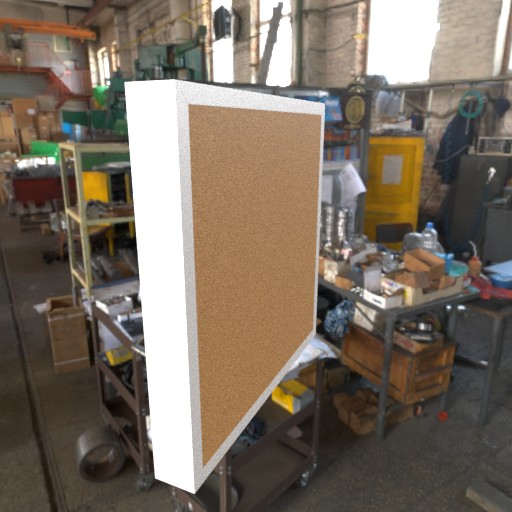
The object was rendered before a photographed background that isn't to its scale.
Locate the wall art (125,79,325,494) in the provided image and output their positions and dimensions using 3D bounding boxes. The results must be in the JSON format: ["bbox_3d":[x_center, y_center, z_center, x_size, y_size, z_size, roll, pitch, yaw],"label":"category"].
[{"bbox_3d":[0.000,0.000,0.444,0.038,0.302,0.305,7,18,24],"label":"wall art"}]
